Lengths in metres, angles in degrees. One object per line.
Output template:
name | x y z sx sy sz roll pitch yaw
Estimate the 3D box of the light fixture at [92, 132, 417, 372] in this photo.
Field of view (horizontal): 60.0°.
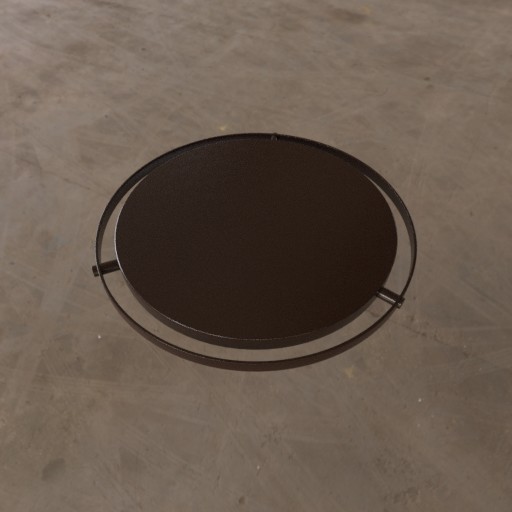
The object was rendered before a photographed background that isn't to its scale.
light fixture | 0.000 0.000 0.555 0.361 0.130 0.361 0 49 0
